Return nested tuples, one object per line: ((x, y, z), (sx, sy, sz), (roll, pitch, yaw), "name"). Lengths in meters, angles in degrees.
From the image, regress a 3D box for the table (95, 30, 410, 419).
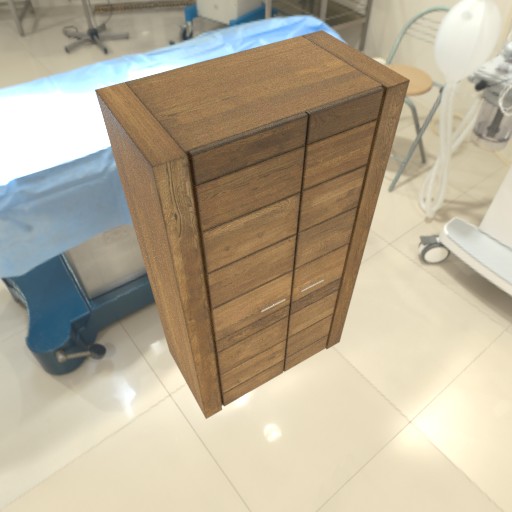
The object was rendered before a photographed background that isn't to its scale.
((0.000, 0.000, 2.482), (1.100, 2.000, 0.600), (-24, 53, -20), "table")
